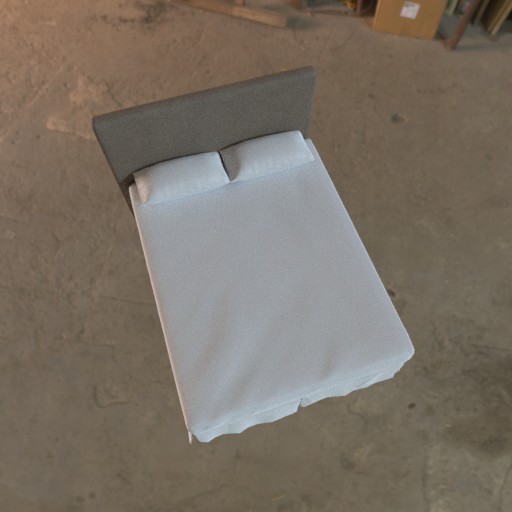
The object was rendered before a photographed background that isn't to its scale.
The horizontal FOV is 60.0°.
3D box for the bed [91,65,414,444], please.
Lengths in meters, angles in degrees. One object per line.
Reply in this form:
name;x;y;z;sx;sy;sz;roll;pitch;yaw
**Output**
bed;0.000;0.000;3.267;1.723;1.330;2.142;-16;65;-8
